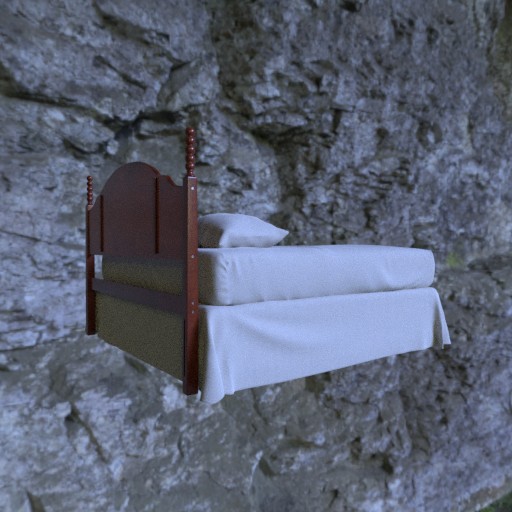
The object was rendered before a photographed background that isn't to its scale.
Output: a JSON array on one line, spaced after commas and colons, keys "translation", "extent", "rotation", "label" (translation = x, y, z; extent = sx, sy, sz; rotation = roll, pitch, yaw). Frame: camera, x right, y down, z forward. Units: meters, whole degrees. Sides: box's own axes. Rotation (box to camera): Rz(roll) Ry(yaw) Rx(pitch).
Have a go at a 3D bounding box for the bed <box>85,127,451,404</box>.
[{"translation": [0.000, 0.000, 3.628], "extent": [2.219, 1.355, 2.322], "rotation": [-1, 1, -35], "label": "bed"}]
